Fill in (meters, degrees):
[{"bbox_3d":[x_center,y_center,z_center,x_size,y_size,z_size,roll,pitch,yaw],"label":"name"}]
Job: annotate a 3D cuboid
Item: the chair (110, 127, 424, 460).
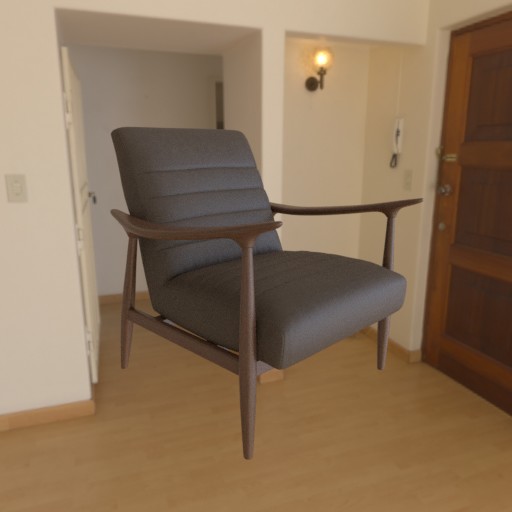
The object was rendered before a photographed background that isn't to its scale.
[{"bbox_3d":[0.000,0.000,1.448,0.798,0.831,0.741,13,18,43],"label":"chair"}]
